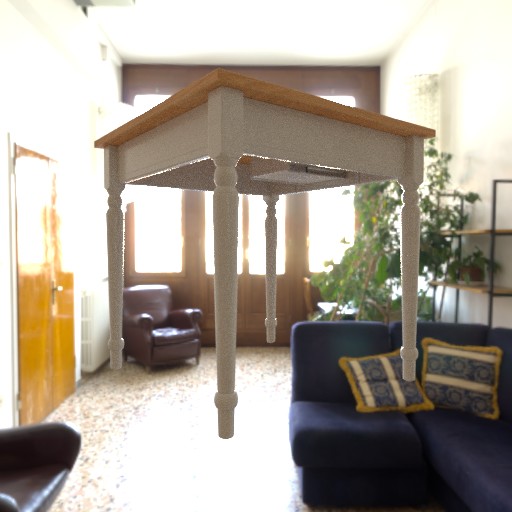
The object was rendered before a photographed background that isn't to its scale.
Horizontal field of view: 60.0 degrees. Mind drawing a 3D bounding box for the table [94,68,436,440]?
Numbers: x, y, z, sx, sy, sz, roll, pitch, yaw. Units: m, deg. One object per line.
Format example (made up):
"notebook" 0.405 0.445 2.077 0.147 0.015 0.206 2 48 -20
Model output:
"table" 0.000 0.000 1.369 0.747 0.738 0.747 -1 2 -37
